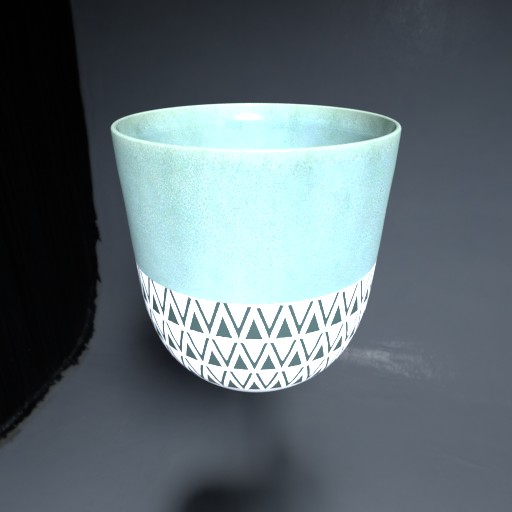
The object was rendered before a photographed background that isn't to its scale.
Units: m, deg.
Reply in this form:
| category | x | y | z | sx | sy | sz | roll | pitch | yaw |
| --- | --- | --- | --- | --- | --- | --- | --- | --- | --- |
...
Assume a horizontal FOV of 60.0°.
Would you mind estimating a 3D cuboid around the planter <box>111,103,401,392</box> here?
| category | x | y | z | sx | sy | sz | roll | pitch | yaw |
| --- | --- | --- | --- | --- | --- | --- | --- | --- | --- |
| planter | 0.000 | 0.000 | 0.361 | 0.198 | 0.214 | 0.198 | 0 | 26 | 0 |
